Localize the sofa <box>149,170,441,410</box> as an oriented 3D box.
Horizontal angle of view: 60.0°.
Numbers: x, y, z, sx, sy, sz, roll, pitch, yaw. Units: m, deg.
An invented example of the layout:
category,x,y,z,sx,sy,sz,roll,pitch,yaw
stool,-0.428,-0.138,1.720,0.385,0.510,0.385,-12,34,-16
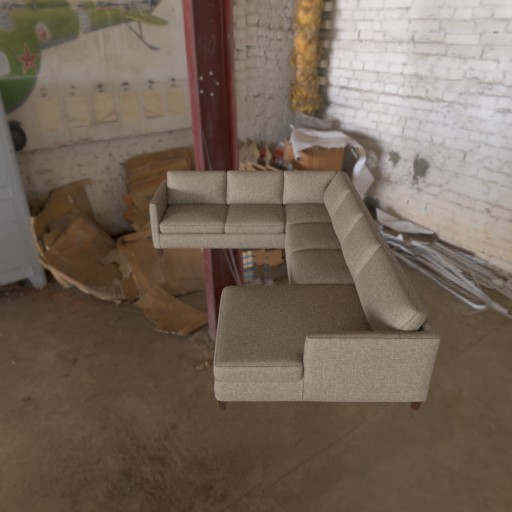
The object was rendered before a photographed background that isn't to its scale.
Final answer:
category,x,y,z,sx,sy,sz,roll,pitch,yaw
sofa,0.000,0.000,4.573,2.551,0.889,3.403,0,28,0
